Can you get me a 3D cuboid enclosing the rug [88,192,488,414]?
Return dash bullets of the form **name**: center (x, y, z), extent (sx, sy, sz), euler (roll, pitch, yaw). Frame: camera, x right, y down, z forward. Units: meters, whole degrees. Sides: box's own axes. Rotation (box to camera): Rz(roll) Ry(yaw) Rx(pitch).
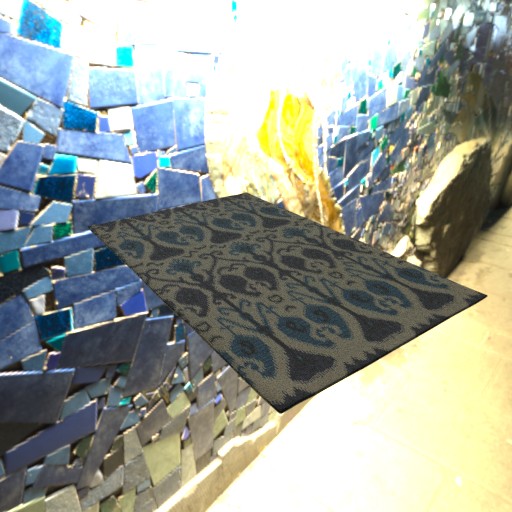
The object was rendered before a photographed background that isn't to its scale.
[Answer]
- **rug**: center (0.000, 0.000, 2.109), extent (1.072, 0.013, 1.698), euler (-17, 31, -32)
